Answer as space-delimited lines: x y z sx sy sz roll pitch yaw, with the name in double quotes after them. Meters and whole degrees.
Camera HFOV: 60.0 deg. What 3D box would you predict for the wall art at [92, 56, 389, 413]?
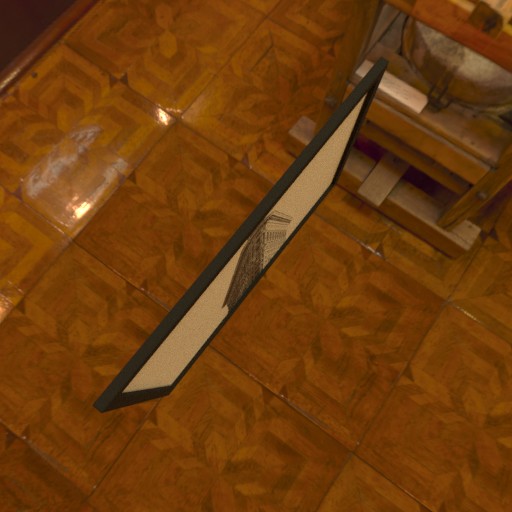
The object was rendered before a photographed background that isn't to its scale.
0.000 0.000 1.231 0.026 0.656 0.958 37 78 9 "wall art"
